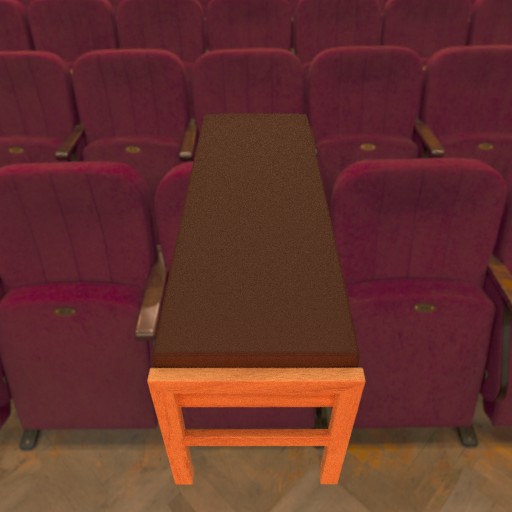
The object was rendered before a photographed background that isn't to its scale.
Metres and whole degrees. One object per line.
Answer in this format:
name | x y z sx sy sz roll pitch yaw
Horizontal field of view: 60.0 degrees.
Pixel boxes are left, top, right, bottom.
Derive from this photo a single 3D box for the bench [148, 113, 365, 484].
bench | 0.000 0.000 1.410 0.405 0.480 1.200 0 40 0
